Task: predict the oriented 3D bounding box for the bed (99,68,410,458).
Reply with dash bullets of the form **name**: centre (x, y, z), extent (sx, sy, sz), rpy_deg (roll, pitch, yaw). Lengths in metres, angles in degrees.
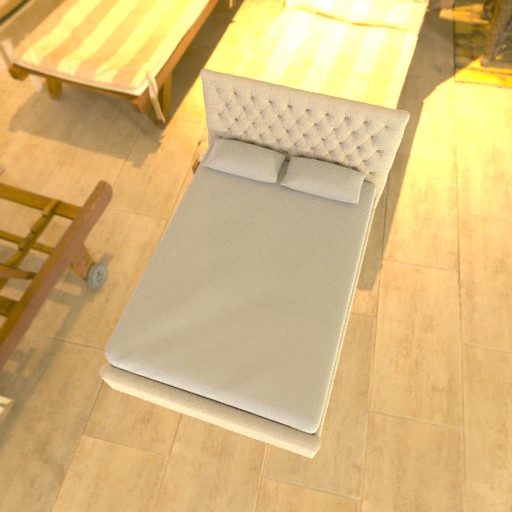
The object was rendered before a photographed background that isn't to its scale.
- **bed**: centre (0.000, 0.000, 3.490), extent (1.698, 1.427, 2.387), rpy_deg (16, 60, 9)
